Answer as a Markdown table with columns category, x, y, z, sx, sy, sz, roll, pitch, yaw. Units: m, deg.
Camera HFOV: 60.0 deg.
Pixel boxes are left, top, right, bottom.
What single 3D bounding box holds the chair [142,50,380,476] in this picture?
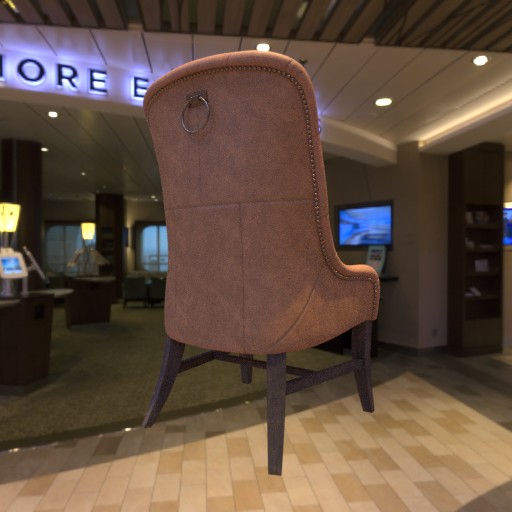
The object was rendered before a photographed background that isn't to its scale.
| category | x | y | z | sx | sy | sz | roll | pitch | yaw |
| --- | --- | --- | --- | --- | --- | --- | --- | --- | --- |
| chair | 0.000 | 0.000 | 1.469 | 0.634 | 1.091 | 0.629 | 1 | 1 | 37 |
